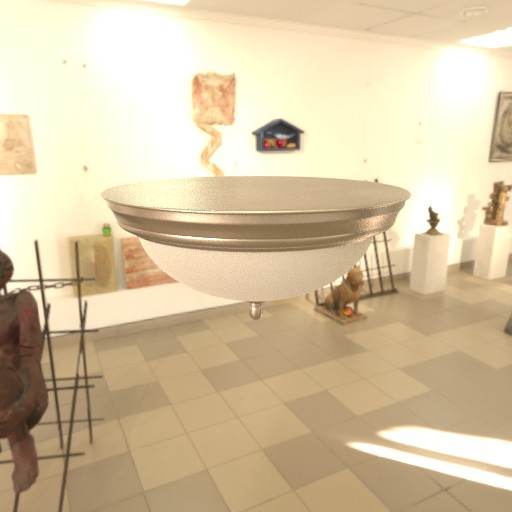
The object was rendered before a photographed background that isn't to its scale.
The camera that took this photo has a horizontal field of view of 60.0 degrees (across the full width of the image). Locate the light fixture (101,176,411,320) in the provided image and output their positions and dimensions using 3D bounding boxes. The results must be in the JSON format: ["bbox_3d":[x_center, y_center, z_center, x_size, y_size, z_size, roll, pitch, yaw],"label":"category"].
[{"bbox_3d":[0.000,0.000,0.439,0.280,0.135,0.280,0,15,0],"label":"light fixture"}]
